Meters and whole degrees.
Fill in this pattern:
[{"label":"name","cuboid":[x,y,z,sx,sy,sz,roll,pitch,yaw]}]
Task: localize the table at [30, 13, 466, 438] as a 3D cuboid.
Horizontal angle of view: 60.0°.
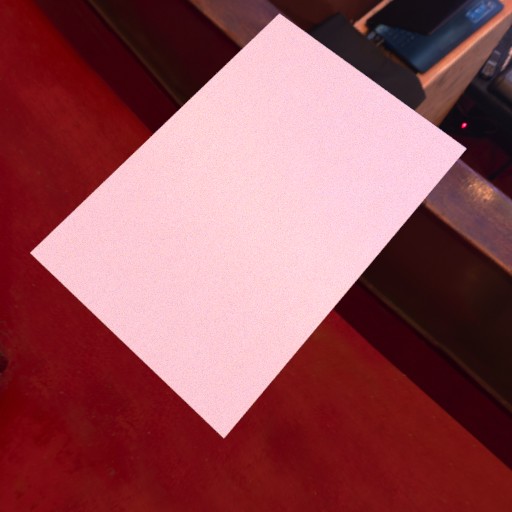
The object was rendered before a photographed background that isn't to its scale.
[{"label":"table","cuboid":[0.000,0.000,1.047,0.406,0.711,0.589,40,79,10]}]
